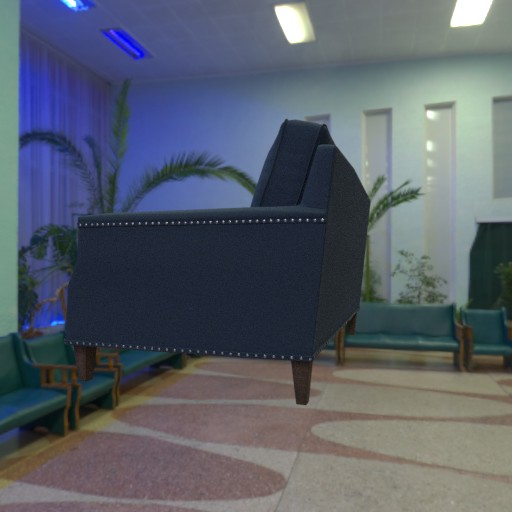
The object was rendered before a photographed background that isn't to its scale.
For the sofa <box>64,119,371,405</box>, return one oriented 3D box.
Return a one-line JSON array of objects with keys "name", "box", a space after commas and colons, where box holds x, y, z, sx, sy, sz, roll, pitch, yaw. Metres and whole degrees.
[{"name": "sofa", "box": [0.000, 0.000, 2.313, 1.084, 1.003, 1.597, 0, 0, 19]}]
